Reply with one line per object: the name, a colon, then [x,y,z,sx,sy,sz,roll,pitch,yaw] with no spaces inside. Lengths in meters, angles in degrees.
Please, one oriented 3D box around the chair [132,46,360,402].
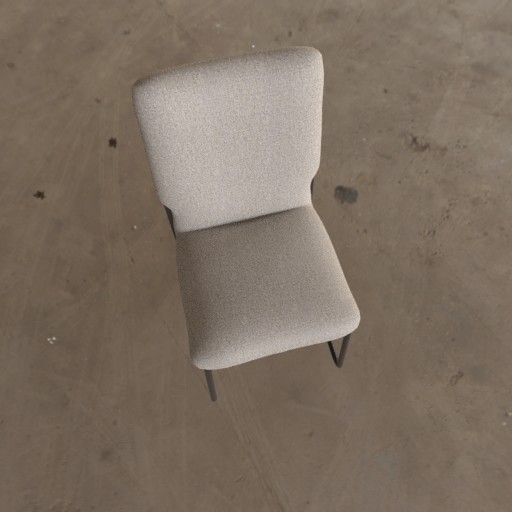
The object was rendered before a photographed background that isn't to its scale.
chair: [0.000,0.000,1.179,0.448,0.864,0.560,-13,65,-6]
